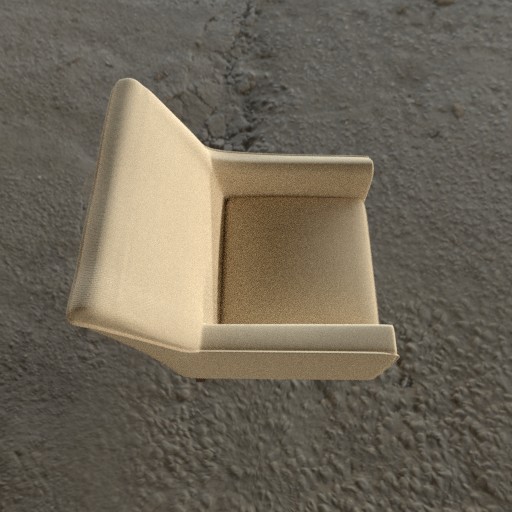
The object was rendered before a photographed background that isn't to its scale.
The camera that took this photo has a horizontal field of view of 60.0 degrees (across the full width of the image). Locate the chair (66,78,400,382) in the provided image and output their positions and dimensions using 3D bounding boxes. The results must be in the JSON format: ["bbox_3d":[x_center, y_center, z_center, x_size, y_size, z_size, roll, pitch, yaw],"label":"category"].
[{"bbox_3d":[0.000,0.000,1.591,0.899,0.919,0.780,0,64,0],"label":"chair"}]
